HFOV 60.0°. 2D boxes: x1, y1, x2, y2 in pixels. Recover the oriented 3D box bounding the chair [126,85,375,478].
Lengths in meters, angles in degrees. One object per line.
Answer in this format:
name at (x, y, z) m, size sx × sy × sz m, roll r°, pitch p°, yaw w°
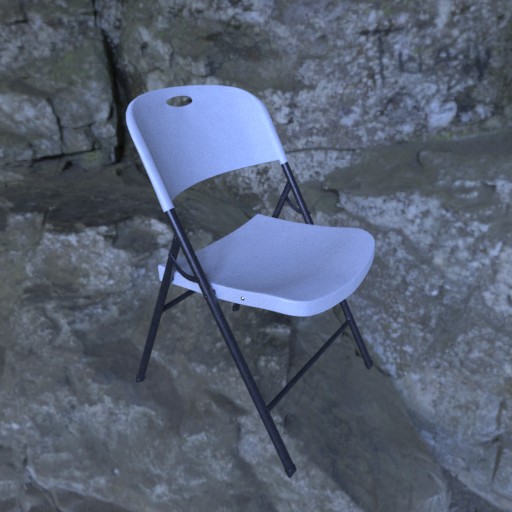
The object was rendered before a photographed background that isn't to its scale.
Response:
chair at (0.000, 0.000, 1.182) m, size 0.566 × 0.810 × 0.494 m, roll 18°, pitch 33°, yaw 31°
